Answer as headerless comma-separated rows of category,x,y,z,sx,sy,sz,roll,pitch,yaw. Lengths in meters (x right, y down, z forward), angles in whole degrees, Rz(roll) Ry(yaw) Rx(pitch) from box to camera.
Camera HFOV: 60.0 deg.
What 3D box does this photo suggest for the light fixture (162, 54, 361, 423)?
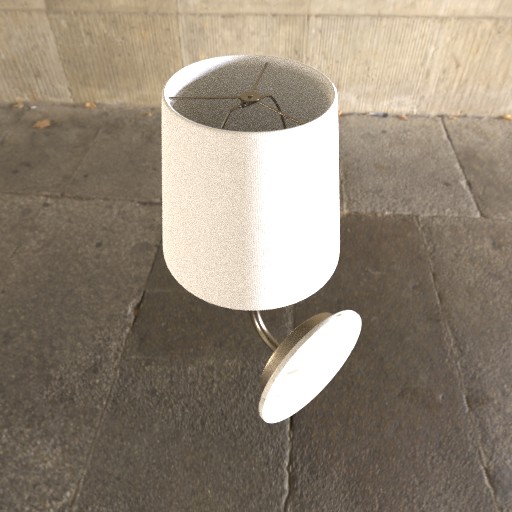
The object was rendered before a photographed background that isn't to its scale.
light fixture,0.000,0.000,0.439,0.168,0.337,0.188,-31,53,-27
